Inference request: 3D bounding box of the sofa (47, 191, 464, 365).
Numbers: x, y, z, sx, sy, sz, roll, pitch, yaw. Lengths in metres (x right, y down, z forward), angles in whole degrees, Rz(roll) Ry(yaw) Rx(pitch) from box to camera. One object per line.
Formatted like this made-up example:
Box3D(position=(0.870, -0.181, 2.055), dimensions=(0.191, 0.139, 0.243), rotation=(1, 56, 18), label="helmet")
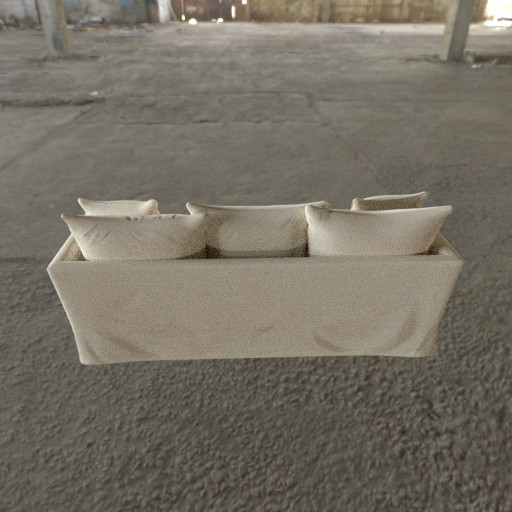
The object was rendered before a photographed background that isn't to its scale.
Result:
Box3D(position=(0.000, 0.000, 3.141), dimensions=(2.484, 1.042, 1.030), rotation=(-1, 30, -2), label="sofa")
